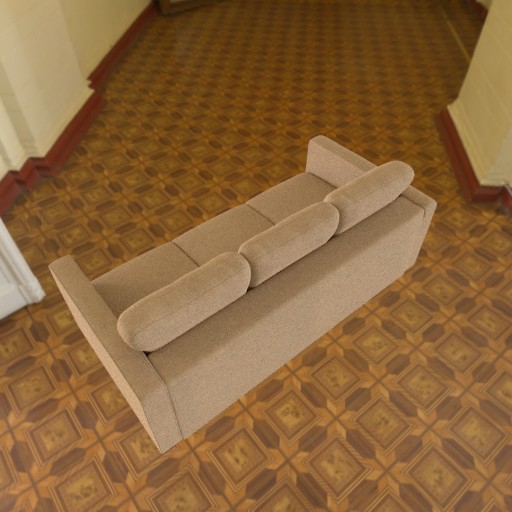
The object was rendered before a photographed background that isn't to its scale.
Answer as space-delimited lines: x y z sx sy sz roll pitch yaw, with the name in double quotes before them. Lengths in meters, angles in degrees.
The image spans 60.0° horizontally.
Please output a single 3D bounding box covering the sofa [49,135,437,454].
"sofa" 0.000 0.000 2.421 1.855 0.800 0.930 -31 53 -26
